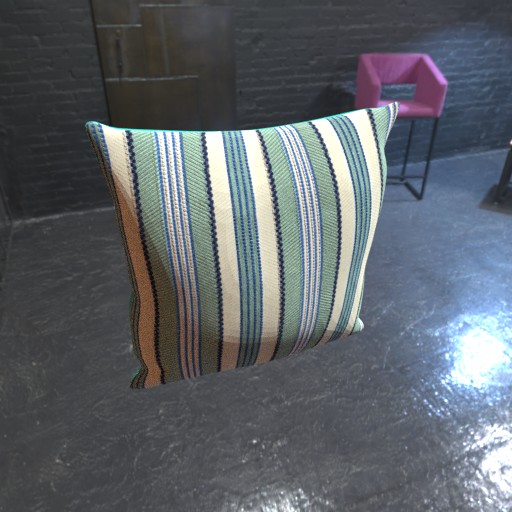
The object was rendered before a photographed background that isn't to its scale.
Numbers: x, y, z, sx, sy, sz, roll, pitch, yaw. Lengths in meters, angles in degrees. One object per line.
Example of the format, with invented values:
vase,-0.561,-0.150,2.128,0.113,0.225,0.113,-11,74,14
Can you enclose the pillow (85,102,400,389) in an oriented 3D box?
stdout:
pillow,0.000,0.000,0.681,0.440,0.441,0.182,-10,32,-16
